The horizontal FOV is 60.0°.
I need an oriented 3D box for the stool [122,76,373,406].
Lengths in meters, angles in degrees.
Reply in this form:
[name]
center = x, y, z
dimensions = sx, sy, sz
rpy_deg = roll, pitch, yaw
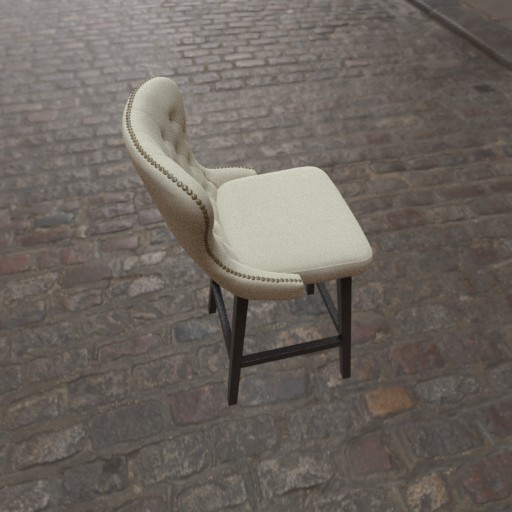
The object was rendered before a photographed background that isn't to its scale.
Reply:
[stool]
center = 0.000, 0.000, 1.333
dimensions = 0.593, 0.971, 0.528
rpy_deg = -10, 47, -10
